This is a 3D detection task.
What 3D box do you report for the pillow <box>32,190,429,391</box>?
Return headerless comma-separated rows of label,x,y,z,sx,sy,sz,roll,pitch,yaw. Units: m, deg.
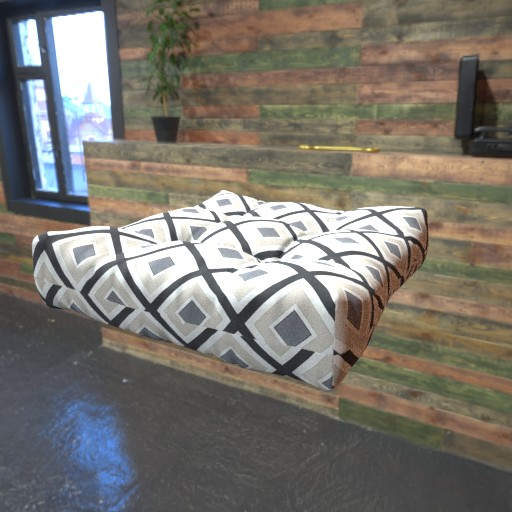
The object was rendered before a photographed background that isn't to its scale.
pillow,0.000,0.000,0.714,0.468,0.128,0.490,9,20,28
